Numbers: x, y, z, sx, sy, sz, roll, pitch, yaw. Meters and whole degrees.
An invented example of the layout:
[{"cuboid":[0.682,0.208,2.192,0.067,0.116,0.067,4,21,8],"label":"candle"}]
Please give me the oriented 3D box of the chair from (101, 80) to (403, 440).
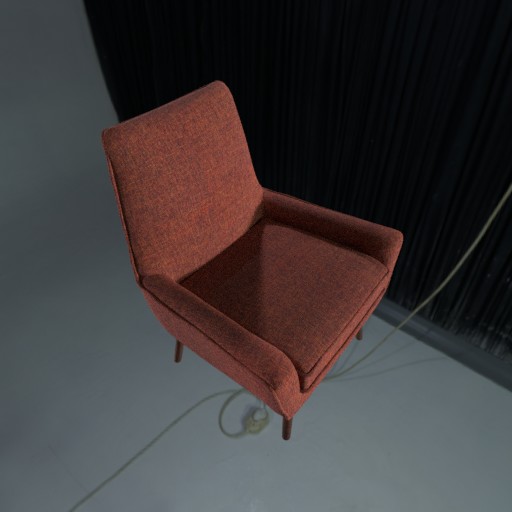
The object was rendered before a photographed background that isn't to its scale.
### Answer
[{"cuboid":[0.000,0.000,1.518,0.784,0.911,0.803,27,48,27],"label":"chair"}]
